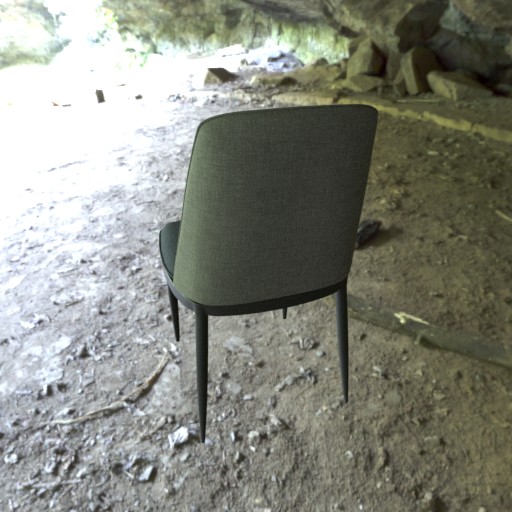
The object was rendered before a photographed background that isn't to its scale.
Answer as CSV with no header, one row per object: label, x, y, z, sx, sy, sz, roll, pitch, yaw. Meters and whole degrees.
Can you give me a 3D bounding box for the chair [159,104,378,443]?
chair,0.000,0.000,1.195,0.488,0.855,0.550,-9,29,-17
